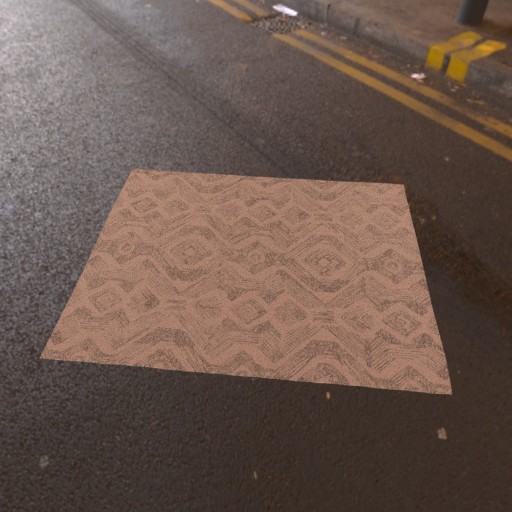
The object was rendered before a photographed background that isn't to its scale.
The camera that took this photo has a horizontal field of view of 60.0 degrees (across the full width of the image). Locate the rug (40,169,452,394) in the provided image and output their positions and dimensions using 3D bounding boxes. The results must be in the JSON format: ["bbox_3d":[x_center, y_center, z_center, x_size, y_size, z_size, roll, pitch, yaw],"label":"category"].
[{"bbox_3d":[0.000,0.000,4.075,3.054,0.030,2.430,4,47,4],"label":"rug"}]
